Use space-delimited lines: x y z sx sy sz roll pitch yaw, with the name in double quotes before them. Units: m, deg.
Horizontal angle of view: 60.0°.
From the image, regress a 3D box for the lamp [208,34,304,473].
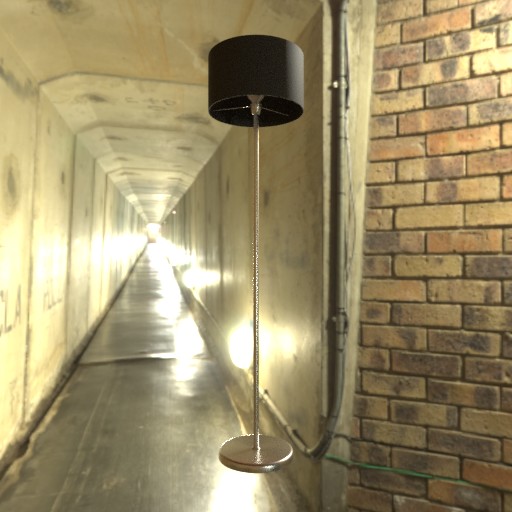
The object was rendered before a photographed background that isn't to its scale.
"lamp" 0.000 0.000 1.612 0.348 1.443 0.348 0 -1 19
